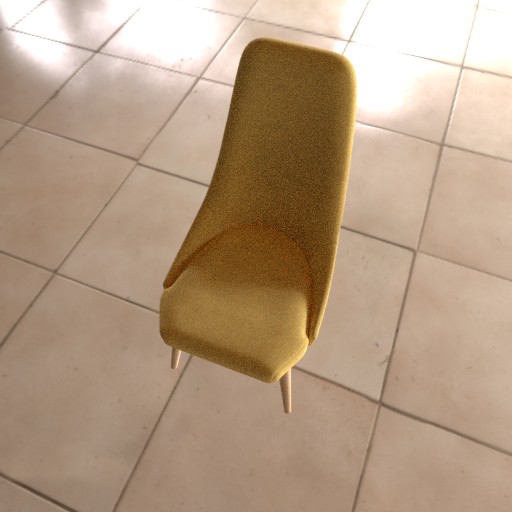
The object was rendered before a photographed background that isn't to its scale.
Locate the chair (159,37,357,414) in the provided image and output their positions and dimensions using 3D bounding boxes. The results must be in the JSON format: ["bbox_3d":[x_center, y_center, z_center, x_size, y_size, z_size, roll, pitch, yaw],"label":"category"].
[{"bbox_3d":[0.000,0.000,1.386,0.510,1.040,0.660,18,59,11],"label":"chair"}]
